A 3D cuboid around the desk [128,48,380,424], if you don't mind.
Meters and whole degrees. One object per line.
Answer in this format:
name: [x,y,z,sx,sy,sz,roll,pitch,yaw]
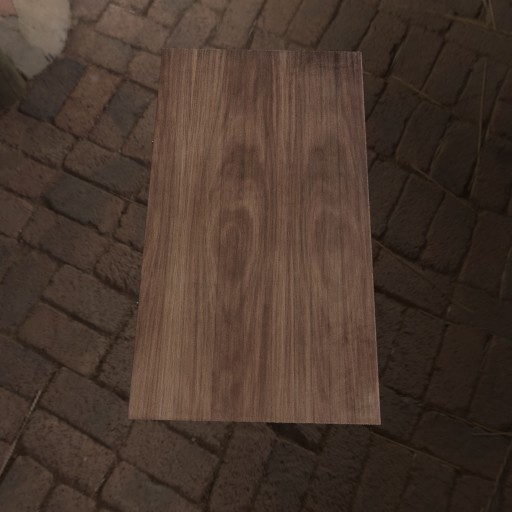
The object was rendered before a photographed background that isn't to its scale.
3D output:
desk: [0.000,0.000,1.441,0.588,0.758,0.949,1,74,0]
